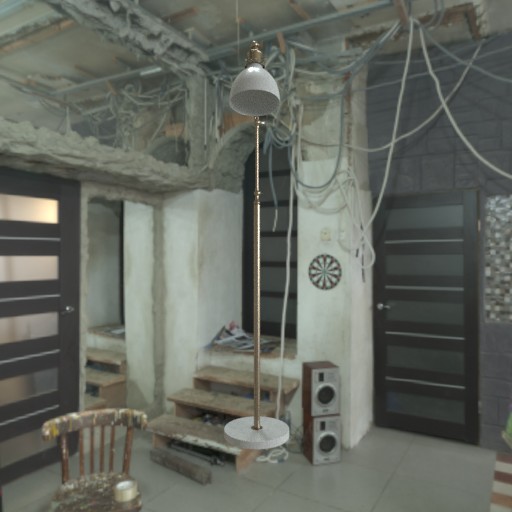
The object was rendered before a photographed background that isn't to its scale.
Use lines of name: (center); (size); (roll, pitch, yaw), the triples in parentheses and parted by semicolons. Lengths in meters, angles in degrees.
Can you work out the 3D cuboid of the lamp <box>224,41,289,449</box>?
lamp: (0.000, 0.000, 1.805); (0.288, 1.586, 0.599); (0, 0, 1)
